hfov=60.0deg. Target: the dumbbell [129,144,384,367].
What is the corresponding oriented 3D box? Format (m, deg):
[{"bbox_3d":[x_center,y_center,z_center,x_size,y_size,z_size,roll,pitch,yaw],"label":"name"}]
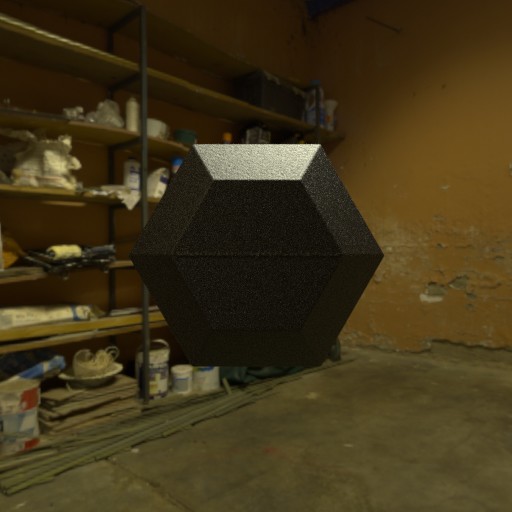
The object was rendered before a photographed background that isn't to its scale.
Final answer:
[{"bbox_3d":[0.000,0.000,0.460,0.173,0.150,0.384,0,0,0],"label":"dumbbell"}]
